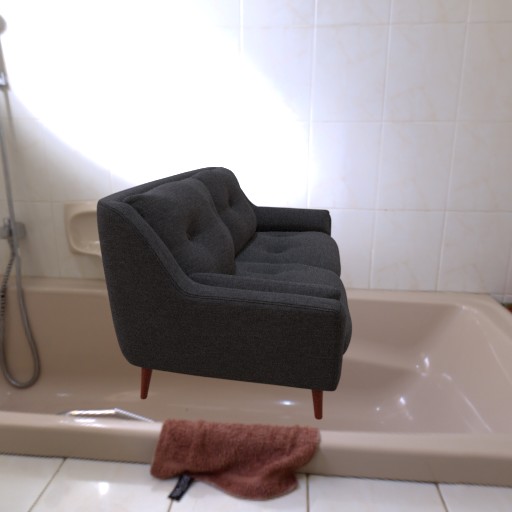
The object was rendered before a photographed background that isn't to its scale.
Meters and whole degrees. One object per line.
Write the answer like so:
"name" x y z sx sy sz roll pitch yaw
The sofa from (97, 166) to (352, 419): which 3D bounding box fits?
"sofa" 0.000 0.000 2.467 0.975 0.896 1.929 2 15 7
